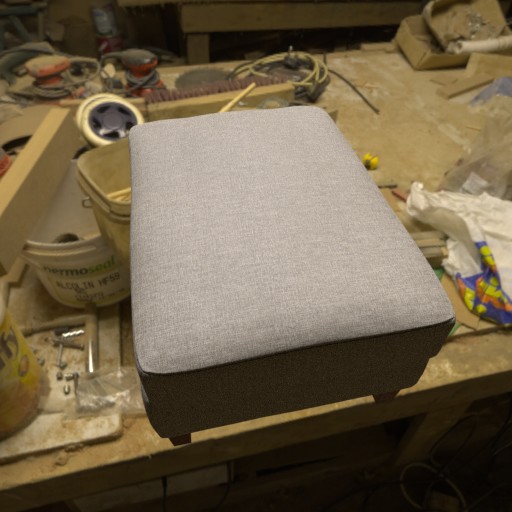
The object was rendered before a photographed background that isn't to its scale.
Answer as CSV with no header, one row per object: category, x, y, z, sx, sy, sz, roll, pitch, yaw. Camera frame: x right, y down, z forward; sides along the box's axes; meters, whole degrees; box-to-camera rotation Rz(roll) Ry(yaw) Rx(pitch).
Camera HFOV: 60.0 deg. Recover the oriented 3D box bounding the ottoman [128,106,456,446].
ottoman,0.000,0.000,1.213,0.639,0.494,0.873,-9,47,-8
